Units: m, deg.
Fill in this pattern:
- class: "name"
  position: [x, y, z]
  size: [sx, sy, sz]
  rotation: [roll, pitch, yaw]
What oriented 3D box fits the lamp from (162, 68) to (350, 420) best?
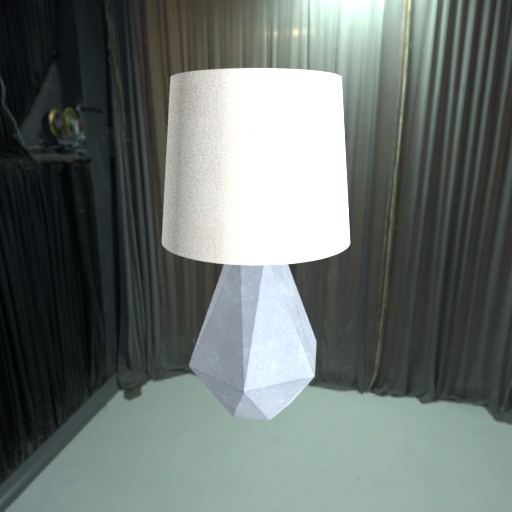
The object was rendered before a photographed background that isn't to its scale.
- class: "lamp"
  position: [0.000, 0.000, 0.671]
  size: [0.276, 0.501, 0.276]
  rotation: [0, 16, 0]
